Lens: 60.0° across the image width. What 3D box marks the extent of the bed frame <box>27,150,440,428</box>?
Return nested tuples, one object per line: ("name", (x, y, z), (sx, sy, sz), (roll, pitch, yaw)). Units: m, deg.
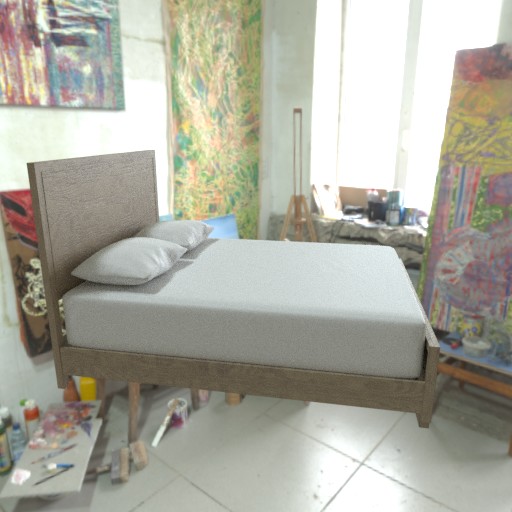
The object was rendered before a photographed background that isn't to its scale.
("bed frame", (0.000, 0.000, 3.117), (2.189, 1.369, 1.606), (3, 16, 10))
